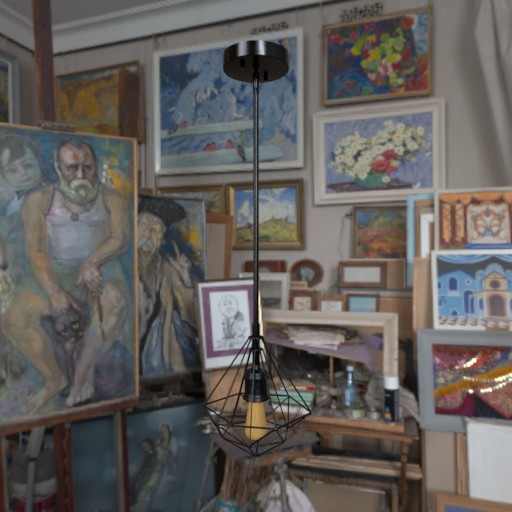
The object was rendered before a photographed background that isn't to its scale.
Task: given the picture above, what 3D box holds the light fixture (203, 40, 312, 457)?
[{"bbox_3d":[0.000,0.000,1.956,0.431,1.764,0.487,0,0,-19],"label":"light fixture"}]
